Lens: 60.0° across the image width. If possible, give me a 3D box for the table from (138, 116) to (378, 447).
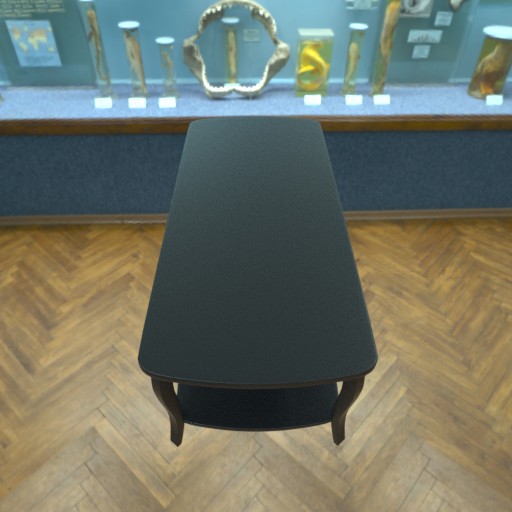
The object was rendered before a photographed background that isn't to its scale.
[{"bbox_3d":[0.000,0.000,1.630,0.571,0.457,1.333,0,43,0],"label":"table"}]
